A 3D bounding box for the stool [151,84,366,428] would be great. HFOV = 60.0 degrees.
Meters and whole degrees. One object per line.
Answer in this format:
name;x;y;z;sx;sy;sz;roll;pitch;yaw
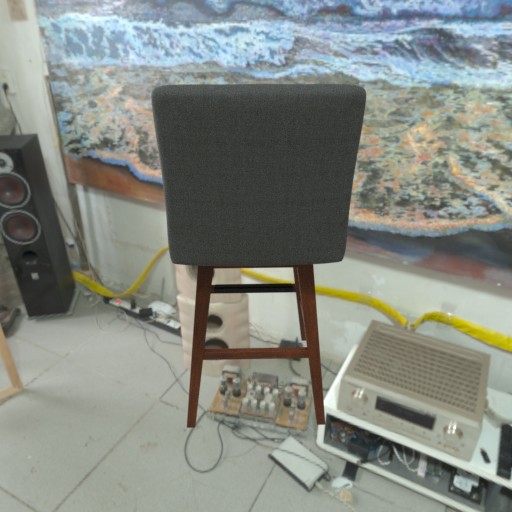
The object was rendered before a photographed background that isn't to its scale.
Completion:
stool;0.000;0.000;1.255;0.447;0.977;0.524;-1;29;-1
